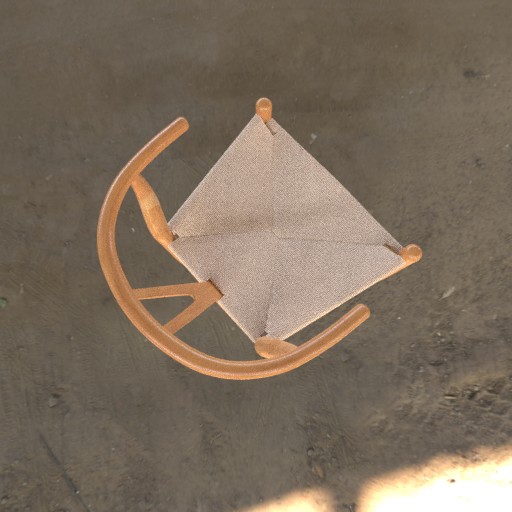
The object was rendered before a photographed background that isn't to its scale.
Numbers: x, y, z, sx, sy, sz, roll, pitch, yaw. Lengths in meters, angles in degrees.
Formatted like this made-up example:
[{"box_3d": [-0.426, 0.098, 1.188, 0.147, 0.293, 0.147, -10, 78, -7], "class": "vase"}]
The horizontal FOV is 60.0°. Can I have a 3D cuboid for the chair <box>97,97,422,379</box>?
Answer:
[{"box_3d": [0.000, 0.000, 1.156, 0.579, 0.730, 0.569, -42, 81, -8], "class": "chair"}]
